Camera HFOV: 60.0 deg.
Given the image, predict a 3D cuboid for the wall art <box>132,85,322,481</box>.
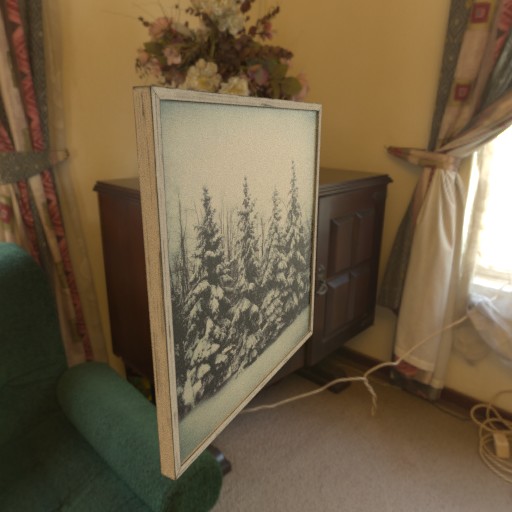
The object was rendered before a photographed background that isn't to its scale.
[{"bbox_3d":[0.000,0.000,1.131,0.037,0.761,0.761,9,19,27],"label":"wall art"}]
